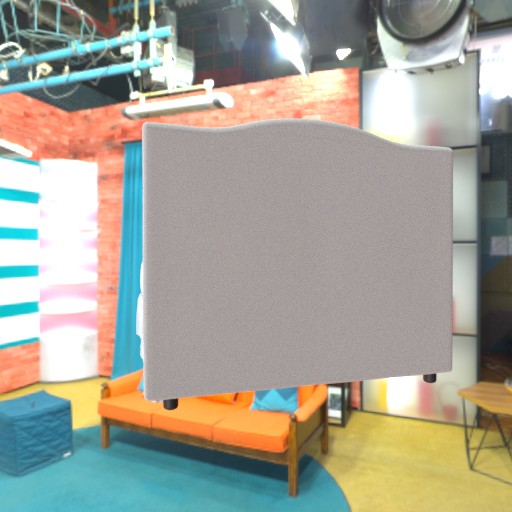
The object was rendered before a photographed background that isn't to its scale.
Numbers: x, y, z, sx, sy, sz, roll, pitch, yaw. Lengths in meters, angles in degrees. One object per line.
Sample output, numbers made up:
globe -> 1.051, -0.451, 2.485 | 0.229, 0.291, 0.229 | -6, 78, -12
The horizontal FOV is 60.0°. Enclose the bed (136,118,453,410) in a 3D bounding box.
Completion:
bed -> 0.000, 0.000, 3.321 | 1.753, 1.460, 2.143 | 0, 0, -17
